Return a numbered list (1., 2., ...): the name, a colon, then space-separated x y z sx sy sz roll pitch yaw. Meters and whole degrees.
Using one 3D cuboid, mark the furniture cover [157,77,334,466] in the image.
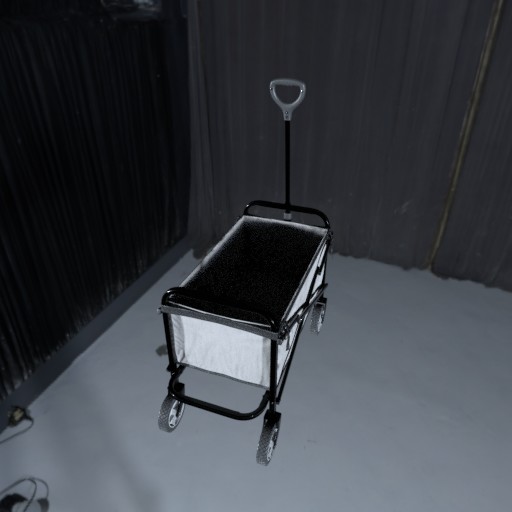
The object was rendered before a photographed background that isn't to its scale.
1. furniture cover: 0.000 0.000 1.864 0.532 1.295 1.038 11 33 18
